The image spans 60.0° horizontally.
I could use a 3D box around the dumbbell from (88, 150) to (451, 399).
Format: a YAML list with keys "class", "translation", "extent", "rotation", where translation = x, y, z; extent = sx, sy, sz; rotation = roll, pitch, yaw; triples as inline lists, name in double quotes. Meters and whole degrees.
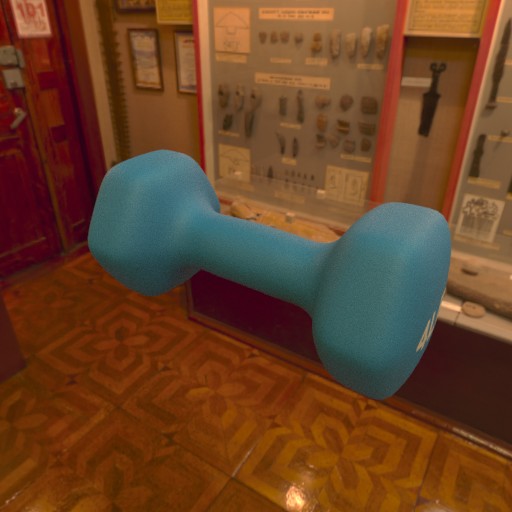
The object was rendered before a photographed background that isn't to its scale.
- class: "dumbbell"
  translation: [0.000, 0.000, 0.192]
  extent: [0.152, 0.066, 0.074]
  rotation: [19, 35, 29]
